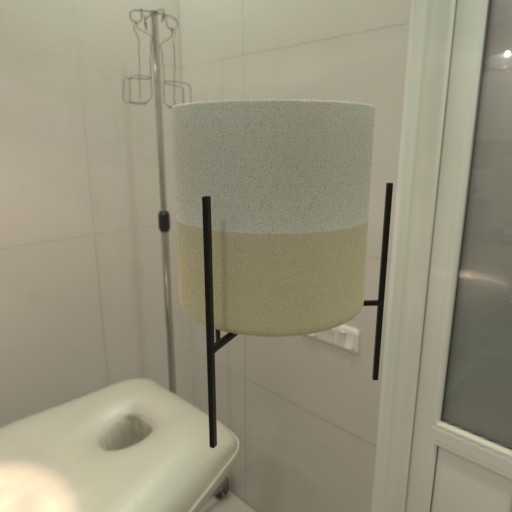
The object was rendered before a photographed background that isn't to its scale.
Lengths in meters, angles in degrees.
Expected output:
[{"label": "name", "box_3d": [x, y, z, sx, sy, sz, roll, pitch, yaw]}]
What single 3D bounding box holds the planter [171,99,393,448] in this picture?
[{"label": "planter", "box_3d": [0.000, 0.000, 0.569, 0.267, 0.362, 0.263, 14, 20, 43]}]
